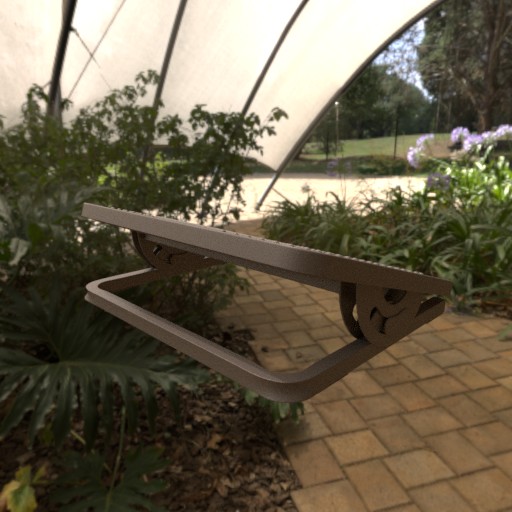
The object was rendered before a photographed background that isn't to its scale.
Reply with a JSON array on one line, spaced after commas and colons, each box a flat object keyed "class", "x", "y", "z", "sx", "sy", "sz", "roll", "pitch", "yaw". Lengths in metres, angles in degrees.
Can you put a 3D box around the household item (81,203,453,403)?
[{"class": "household item", "x": 0.000, "y": 0.000, "z": 0.550, "sx": 0.390, "sy": 0.126, "sz": 0.301, "roll": 14, "pitch": 20, "yaw": 43}]
